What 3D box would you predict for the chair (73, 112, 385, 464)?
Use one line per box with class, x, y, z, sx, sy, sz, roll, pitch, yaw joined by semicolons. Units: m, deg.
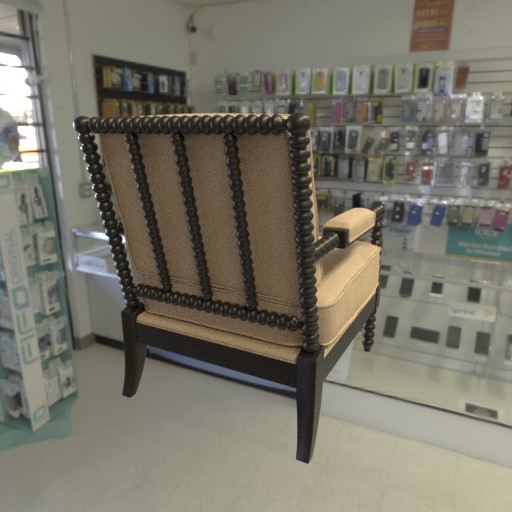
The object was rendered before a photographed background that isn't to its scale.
chair;0.000;0.000;1.165;0.555;0.703;0.657;9;18;27
